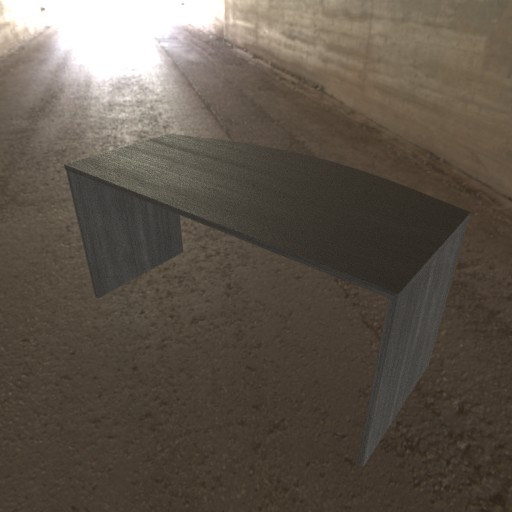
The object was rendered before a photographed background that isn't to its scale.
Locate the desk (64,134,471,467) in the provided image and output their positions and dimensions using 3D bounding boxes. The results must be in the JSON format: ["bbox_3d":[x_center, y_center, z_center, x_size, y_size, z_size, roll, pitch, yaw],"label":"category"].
[{"bbox_3d":[0.000,0.000,2.054,1.600,0.750,0.802,23,38,32],"label":"desk"}]
